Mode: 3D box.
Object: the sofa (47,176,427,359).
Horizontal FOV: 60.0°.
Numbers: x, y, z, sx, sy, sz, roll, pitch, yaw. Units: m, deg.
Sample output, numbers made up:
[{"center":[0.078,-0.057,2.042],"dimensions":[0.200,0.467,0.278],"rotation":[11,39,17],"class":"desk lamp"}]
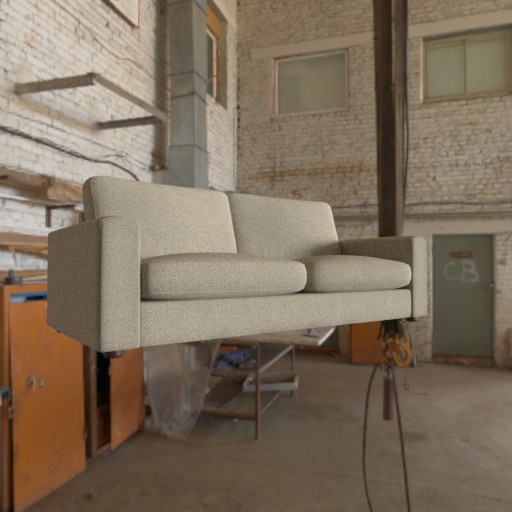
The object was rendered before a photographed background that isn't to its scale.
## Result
[{"center":[0.000,0.000,2.725],"dimensions":[2.179,0.873,1.016],"rotation":[1,-2,-36],"class":"sofa"}]
